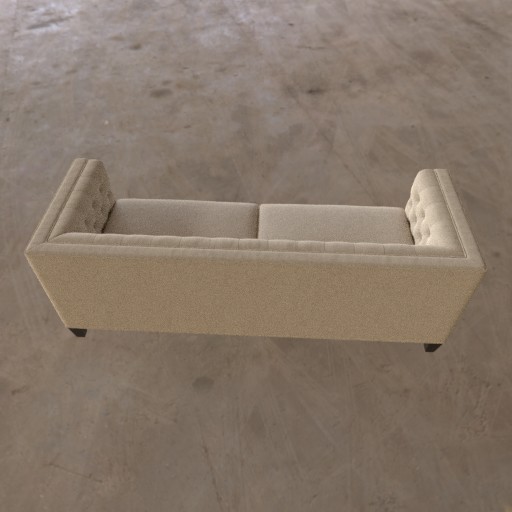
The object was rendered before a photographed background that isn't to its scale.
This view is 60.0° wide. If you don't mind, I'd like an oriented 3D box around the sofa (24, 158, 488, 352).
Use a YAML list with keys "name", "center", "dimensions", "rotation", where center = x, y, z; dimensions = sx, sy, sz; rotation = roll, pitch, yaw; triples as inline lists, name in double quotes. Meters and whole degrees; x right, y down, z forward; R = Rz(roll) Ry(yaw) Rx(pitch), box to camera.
- name: "sofa"
  center: [0.000, 0.000, 2.577]
  dimensions: [2.159, 0.762, 0.775]
  rotation: [2, 48, 2]
